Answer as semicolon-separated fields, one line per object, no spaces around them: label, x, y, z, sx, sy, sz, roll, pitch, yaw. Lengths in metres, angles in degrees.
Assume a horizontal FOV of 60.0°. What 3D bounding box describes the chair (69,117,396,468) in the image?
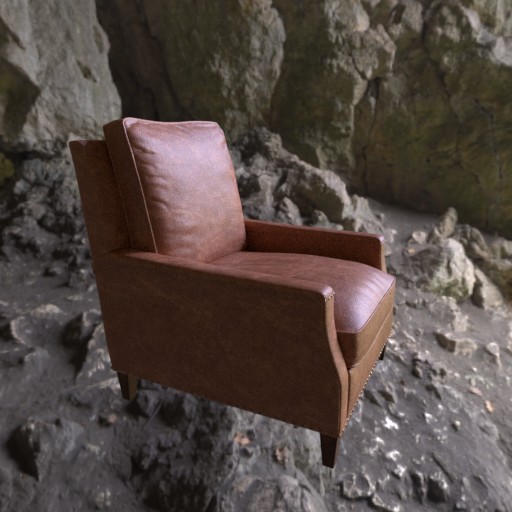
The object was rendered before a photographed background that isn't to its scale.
chair;0.000;0.000;1.775;1.035;1.054;0.854;7;17;26
